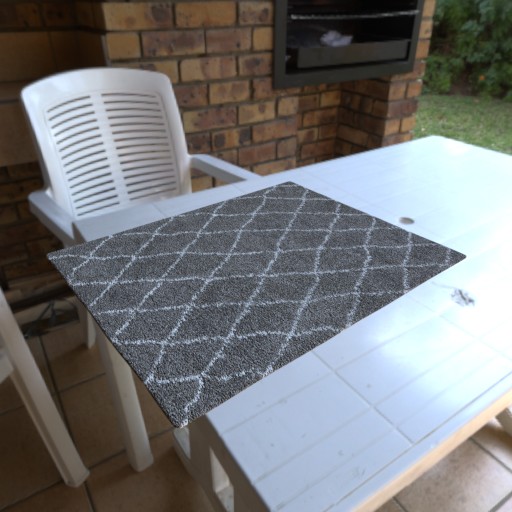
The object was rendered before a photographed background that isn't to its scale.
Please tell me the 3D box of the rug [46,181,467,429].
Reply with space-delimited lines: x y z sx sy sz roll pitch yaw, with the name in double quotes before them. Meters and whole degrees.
"rug" 0.000 0.000 4.089 3.047 0.029 2.438 -22 37 -32
